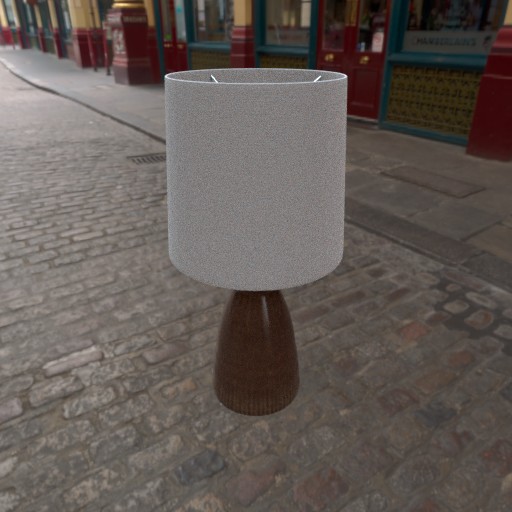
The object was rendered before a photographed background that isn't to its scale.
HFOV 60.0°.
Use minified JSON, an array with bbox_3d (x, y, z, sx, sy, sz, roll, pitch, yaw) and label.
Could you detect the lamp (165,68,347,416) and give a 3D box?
[{"bbox_3d":[0.000,0.000,0.486,0.186,0.369,0.186,0,27,0],"label":"lamp"}]
